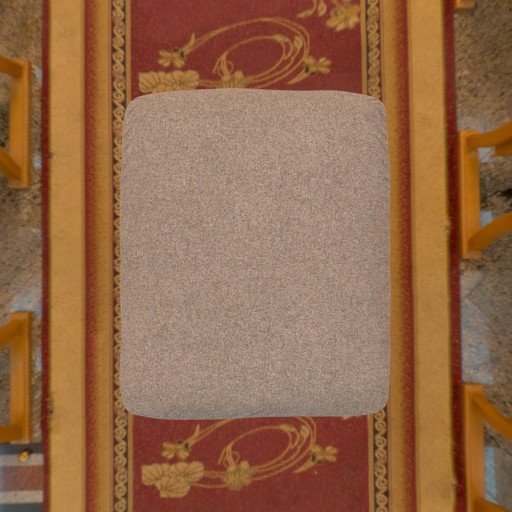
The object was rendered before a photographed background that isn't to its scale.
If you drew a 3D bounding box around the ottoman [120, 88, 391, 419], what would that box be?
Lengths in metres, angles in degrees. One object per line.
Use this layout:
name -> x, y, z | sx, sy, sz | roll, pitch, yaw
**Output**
ottoman -> 0.000, 0.000, 1.240 | 0.683, 0.481, 0.837 | 0, 90, -1
